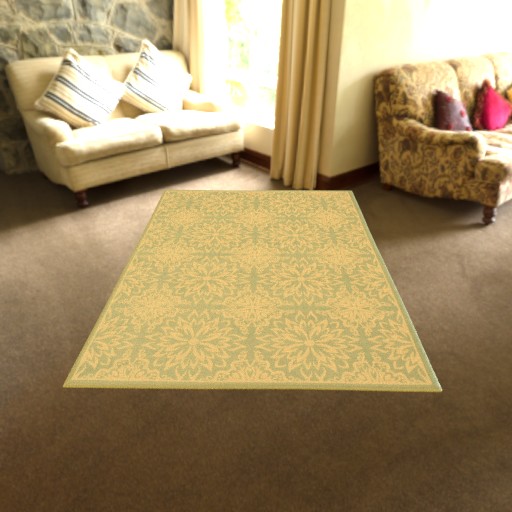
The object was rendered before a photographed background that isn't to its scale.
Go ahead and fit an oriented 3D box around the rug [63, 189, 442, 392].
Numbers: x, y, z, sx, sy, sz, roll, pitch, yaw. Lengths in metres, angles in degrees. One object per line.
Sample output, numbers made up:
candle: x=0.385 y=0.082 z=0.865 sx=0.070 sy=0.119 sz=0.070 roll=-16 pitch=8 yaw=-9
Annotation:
rug: x=0.000 y=0.000 z=2.802 sx=1.589 sy=0.014 sz=2.205 roll=0 pitch=30 yaw=1
